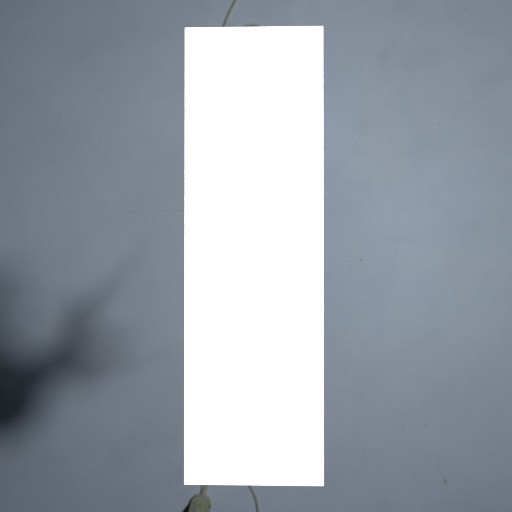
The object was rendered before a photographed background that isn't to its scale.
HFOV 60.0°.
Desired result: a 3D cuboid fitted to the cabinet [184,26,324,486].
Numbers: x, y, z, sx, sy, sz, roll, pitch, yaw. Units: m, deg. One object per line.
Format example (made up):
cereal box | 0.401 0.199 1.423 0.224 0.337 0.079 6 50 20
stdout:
cabinet | 0.000 0.000 1.985 0.500 0.780 1.649 0 89 1
